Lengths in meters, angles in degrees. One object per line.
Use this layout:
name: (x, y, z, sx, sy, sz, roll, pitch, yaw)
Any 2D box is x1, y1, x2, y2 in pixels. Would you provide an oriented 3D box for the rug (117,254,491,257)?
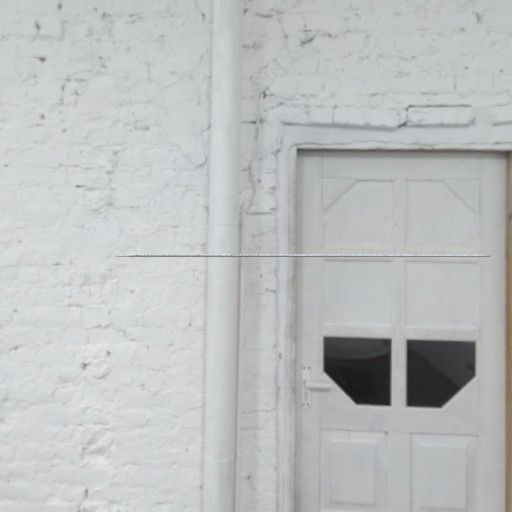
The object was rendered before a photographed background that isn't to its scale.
rug: (0.000, 0.000, 4.120, 2.438, 0.012, 3.048, 0, 0, -18)
